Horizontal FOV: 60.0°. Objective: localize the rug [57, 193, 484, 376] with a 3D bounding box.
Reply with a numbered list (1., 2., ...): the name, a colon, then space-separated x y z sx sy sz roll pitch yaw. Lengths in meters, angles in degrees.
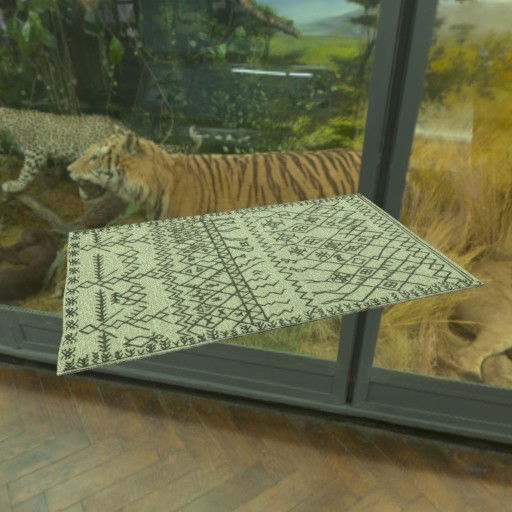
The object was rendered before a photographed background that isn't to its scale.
1. rug: 0.000 0.000 4.715 3.824 0.019 2.393 -9 32 -15
